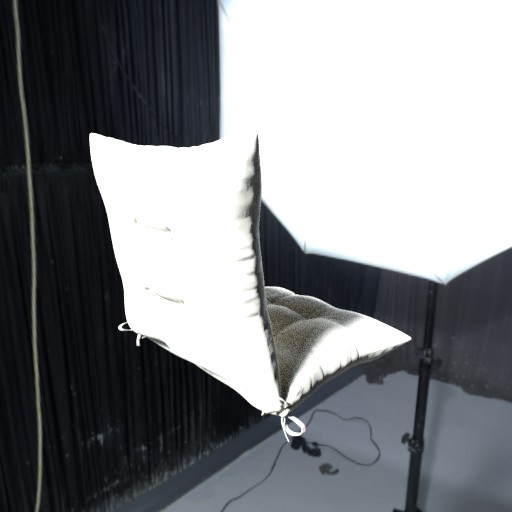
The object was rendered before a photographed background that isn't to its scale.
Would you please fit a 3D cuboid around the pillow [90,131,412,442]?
[{"bbox_3d":[0.000,0.000,1.004,0.585,0.536,0.541,-14,20,-43],"label":"pillow"}]
